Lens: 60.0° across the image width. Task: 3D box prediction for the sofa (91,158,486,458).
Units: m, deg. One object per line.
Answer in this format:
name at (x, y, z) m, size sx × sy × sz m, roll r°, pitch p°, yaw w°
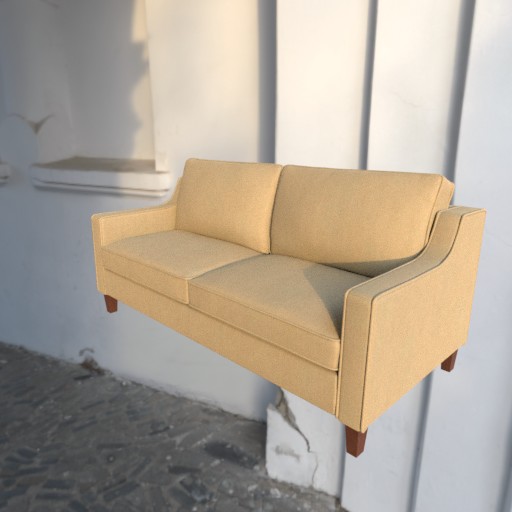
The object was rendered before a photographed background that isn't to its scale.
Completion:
sofa at (0.000, 0.000, 2.667) m, size 2.178 × 1.071 × 1.066 m, roll 16°, pitch 22°, yaw 43°
